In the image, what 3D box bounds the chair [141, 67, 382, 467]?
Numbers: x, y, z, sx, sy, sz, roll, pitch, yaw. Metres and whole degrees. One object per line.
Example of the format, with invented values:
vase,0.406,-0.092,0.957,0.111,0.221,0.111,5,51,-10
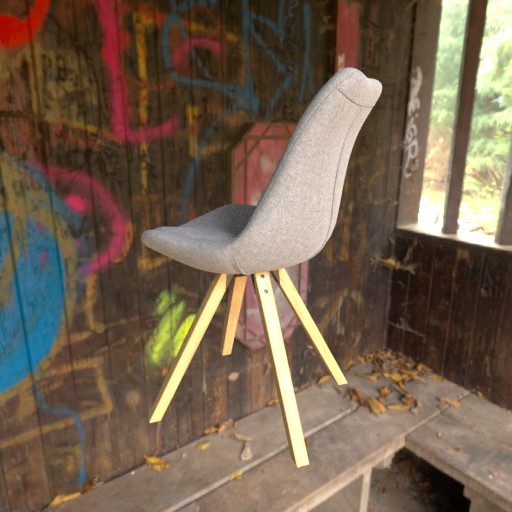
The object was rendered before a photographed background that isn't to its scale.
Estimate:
chair,0.000,0.000,1.163,0.550,0.865,0.483,7,18,24
